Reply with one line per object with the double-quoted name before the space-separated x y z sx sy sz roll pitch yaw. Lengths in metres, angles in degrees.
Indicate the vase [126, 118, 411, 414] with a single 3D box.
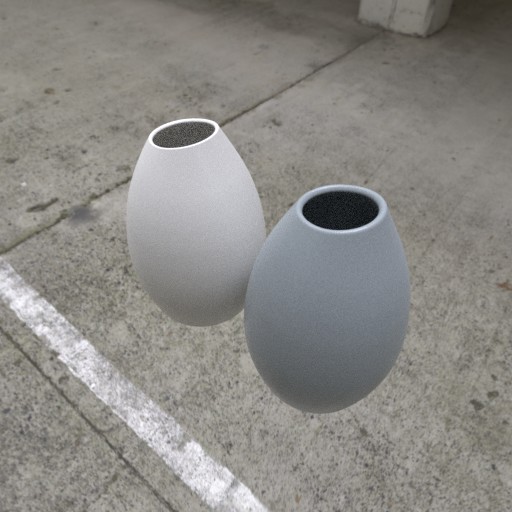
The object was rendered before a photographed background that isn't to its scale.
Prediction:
"vase" 0.000 0.000 0.259 0.187 0.131 0.089 30 53 26
